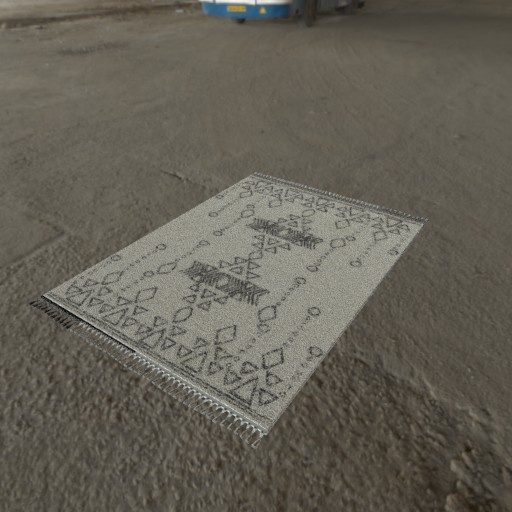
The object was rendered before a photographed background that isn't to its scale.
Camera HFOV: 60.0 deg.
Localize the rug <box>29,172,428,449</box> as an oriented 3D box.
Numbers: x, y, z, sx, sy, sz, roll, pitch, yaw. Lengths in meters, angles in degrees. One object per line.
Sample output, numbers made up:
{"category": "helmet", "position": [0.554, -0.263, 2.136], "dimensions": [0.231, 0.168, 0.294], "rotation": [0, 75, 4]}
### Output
{"category": "rug", "position": [0.000, 0.000, 2.964], "dimensions": [1.600, 0.013, 2.312], "rotation": [21, 39, 28]}
